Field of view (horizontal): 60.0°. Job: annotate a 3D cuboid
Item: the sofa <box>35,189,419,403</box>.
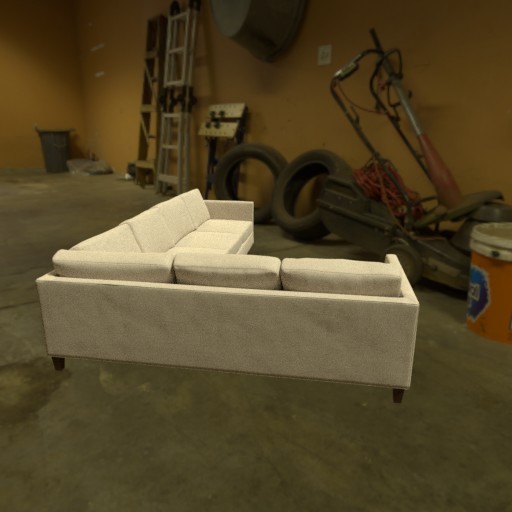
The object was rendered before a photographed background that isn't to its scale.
[{"bbox_3d":[0.000,0.000,4.261,2.432,0.863,3.182,3,17,9],"label":"sofa"}]
